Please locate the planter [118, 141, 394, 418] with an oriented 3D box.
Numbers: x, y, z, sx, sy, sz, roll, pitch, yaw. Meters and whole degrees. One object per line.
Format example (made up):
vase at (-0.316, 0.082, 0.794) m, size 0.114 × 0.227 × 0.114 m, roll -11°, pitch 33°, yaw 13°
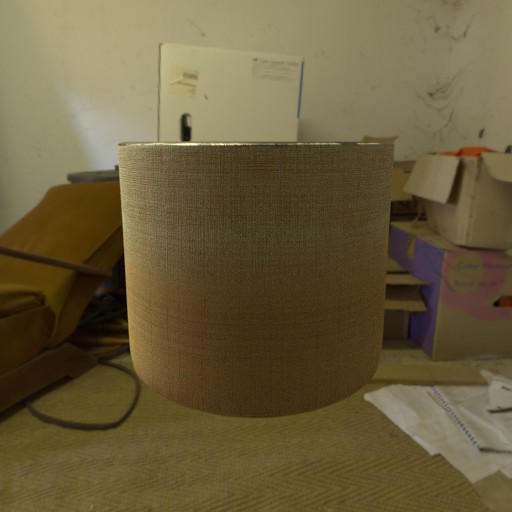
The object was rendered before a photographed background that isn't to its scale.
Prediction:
planter at (0.000, 0.000, 0.443) m, size 0.254 × 0.221 × 0.254 m, roll 0°, pitch 14°, yaw 0°
